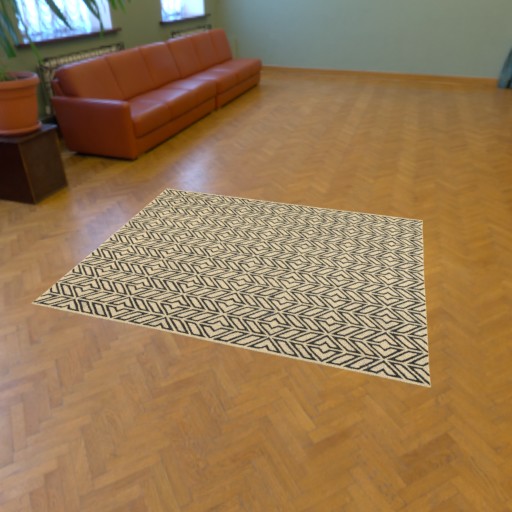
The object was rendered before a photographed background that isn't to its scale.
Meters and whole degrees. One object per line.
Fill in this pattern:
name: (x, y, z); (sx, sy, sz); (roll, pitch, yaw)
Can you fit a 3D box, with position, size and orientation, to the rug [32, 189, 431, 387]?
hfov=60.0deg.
rug: (0.000, 0.000, 4.179); (3.045, 0.008, 2.421); (9, 33, 14)
